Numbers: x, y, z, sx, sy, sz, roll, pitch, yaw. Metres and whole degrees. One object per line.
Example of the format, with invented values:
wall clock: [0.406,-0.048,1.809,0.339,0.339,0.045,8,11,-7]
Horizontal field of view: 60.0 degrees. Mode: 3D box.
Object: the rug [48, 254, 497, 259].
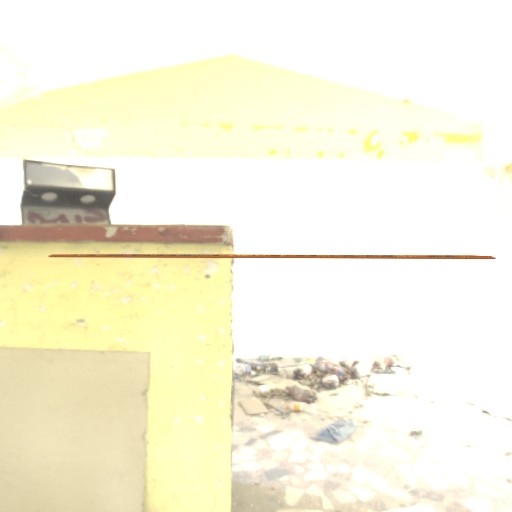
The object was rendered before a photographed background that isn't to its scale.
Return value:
rug: [0.000,0.000,2.463,2.274,0.016,0.651,0,1,18]
